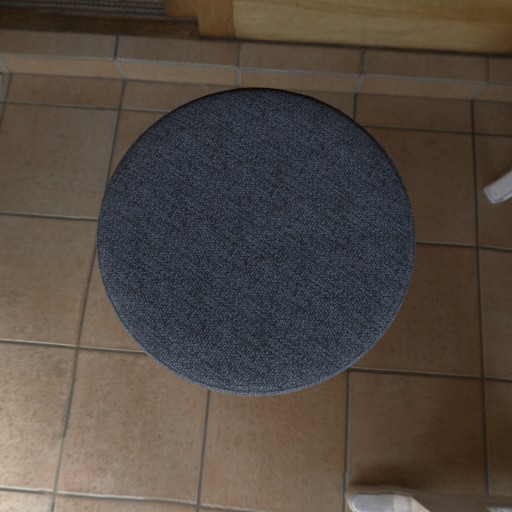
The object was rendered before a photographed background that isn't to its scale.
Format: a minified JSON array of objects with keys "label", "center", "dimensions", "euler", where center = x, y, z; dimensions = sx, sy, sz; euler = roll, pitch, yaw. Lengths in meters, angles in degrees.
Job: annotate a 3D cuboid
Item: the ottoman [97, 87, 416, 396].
[{"label":"ottoman","center":[0.000,0.000,0.896],"dimensions":[0.520,0.430,0.520],"euler":[0,76,0]}]
